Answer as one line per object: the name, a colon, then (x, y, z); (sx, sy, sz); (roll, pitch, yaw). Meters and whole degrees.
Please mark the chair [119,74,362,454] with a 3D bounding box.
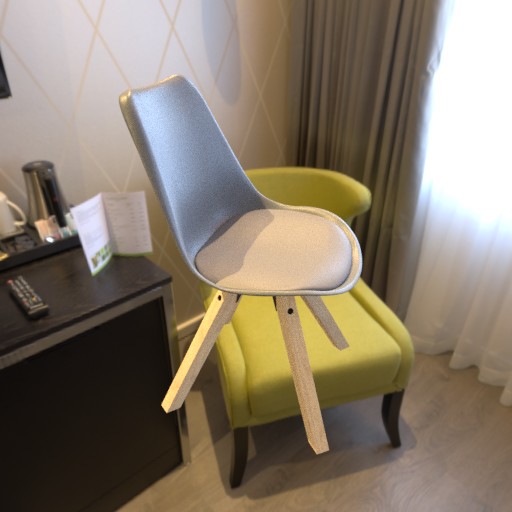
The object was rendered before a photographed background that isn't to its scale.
chair: (0.000, 0.000, 1.178); (0.550, 0.850, 0.485); (9, 32, 15)
